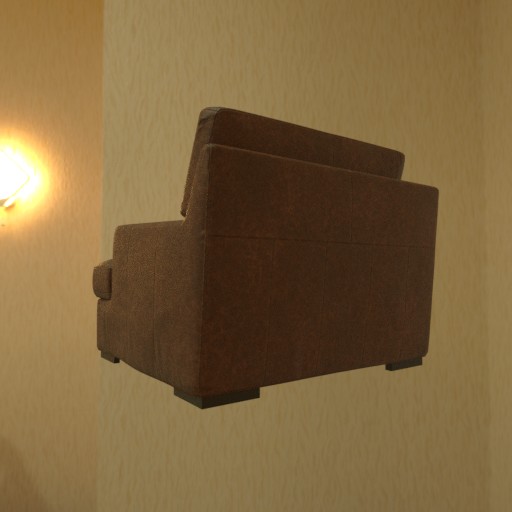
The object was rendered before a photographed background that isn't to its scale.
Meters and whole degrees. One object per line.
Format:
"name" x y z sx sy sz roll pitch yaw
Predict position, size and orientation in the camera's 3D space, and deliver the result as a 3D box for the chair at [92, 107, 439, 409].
"chair" 0.000 0.000 1.991 1.168 0.939 1.143 2 -3 -36
